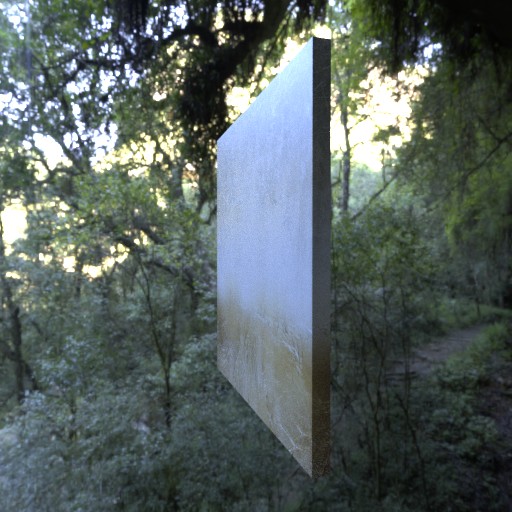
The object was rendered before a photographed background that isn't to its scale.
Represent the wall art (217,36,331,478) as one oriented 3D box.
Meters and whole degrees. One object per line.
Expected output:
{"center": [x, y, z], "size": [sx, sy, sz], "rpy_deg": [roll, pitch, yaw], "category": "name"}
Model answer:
{"center": [0.000, 0.000, 1.622], "size": [0.051, 1.091, 1.092], "rpy_deg": [0, 1, -17], "category": "wall art"}
